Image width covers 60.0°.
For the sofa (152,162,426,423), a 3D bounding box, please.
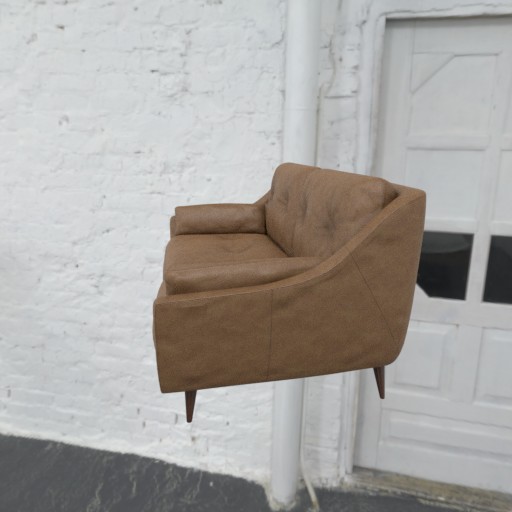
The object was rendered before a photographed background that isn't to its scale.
[{"bbox_3d":[0.000,0.000,2.274,0.981,0.886,1.731,-2,14,-9],"label":"sofa"}]
